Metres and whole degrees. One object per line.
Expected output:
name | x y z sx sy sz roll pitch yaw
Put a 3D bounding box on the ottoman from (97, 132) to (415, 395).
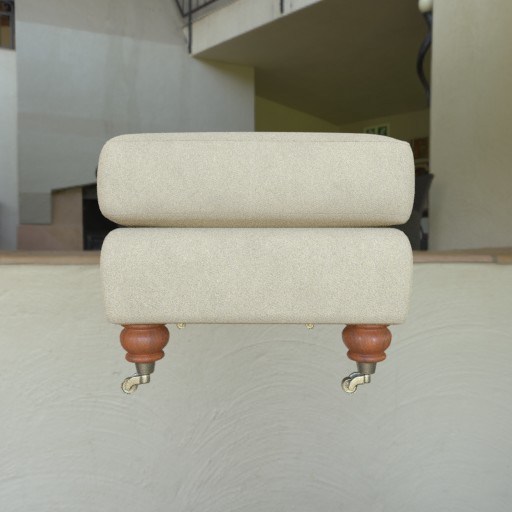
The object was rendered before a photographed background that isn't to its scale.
ottoman | 0.000 0.000 1.137 0.569 0.504 0.773 0 2 0
